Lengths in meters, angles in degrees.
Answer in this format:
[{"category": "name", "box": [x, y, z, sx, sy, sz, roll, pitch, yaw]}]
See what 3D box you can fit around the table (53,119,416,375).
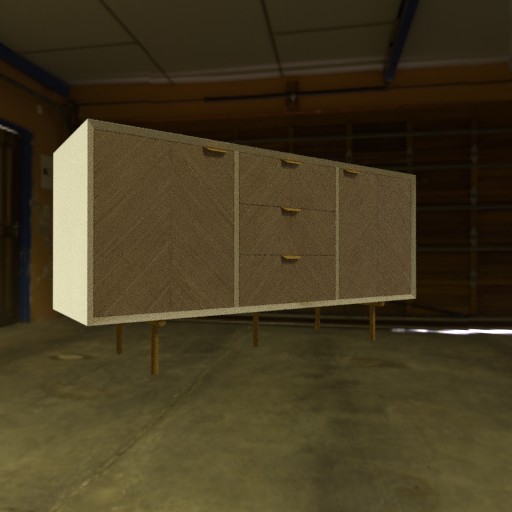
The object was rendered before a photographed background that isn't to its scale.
[{"category": "table", "box": [0.000, 0.000, 1.882, 1.500, 0.769, 0.508, 0, 0, -35]}]
